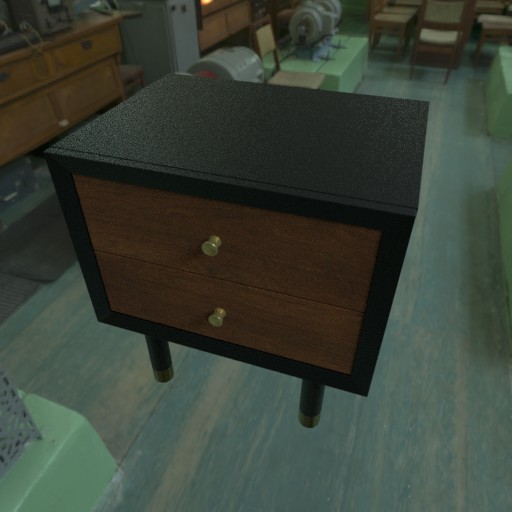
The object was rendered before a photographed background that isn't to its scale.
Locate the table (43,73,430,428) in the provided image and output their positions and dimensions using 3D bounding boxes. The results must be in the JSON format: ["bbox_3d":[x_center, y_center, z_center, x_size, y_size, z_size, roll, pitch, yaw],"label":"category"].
[{"bbox_3d":[0.000,0.000,0.955,0.564,0.584,0.441,12,40,15],"label":"table"}]
